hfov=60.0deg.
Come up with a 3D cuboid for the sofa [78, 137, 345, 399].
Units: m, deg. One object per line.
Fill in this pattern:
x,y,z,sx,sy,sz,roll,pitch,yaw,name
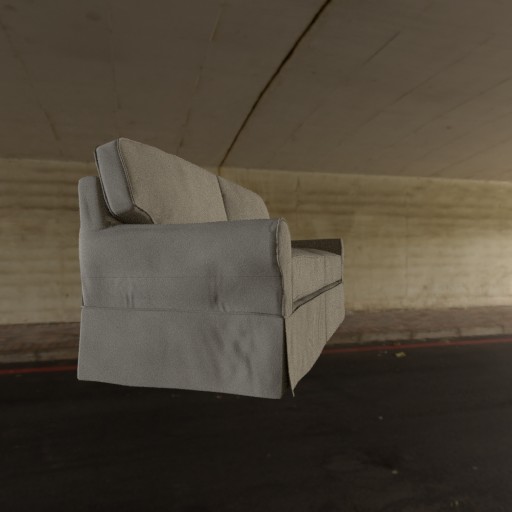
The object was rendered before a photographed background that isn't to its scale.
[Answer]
0.000,0.000,2.681,0.900,1.014,2.246,0,0,17,sofa
